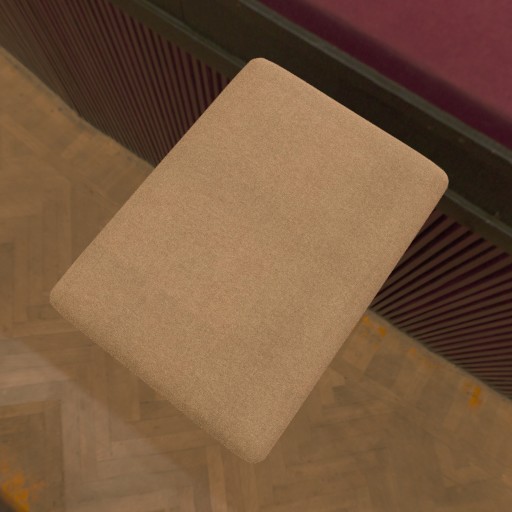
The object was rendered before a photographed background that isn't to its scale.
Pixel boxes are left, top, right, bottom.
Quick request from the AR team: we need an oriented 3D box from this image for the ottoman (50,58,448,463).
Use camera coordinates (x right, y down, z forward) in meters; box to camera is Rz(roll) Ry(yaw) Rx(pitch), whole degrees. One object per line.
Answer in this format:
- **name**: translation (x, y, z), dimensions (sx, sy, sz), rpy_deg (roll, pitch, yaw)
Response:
- **ottoman**: translation (0.000, 0.000, 1.211), dimensions (0.610, 0.478, 0.823), rpy_deg (35, 78, 9)
